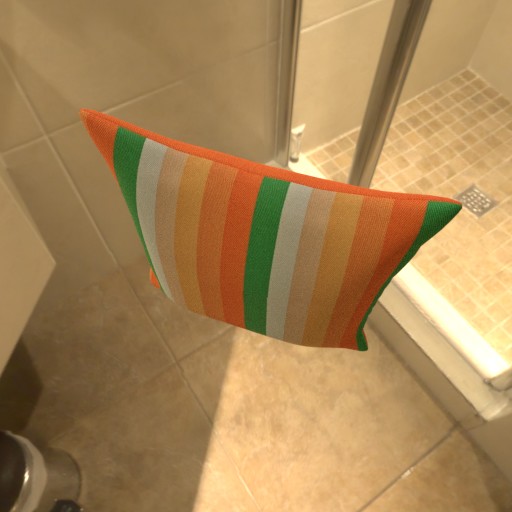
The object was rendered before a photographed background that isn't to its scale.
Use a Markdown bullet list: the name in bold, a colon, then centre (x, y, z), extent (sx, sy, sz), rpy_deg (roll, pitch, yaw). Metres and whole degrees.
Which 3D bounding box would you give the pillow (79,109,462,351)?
- **pillow**: centre (0.000, 0.000, 0.685), extent (0.453, 0.444, 0.169), rpy_deg (16, 60, 10)
